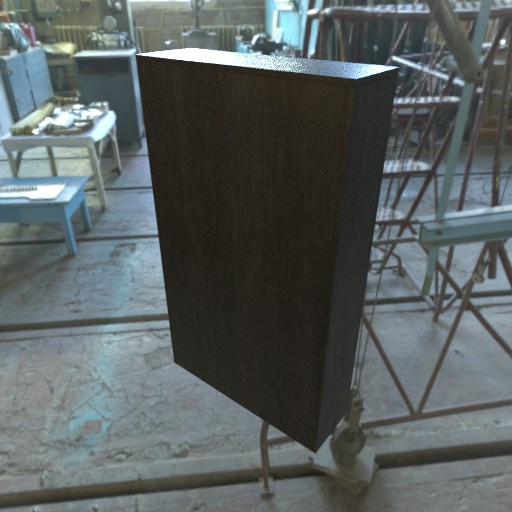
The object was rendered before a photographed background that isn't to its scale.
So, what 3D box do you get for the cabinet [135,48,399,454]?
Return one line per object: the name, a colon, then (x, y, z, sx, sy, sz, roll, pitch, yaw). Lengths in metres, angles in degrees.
cabinet: (0.000, 0.000, 1.572, 0.750, 1.280, 0.250, 22, 37, 32)
